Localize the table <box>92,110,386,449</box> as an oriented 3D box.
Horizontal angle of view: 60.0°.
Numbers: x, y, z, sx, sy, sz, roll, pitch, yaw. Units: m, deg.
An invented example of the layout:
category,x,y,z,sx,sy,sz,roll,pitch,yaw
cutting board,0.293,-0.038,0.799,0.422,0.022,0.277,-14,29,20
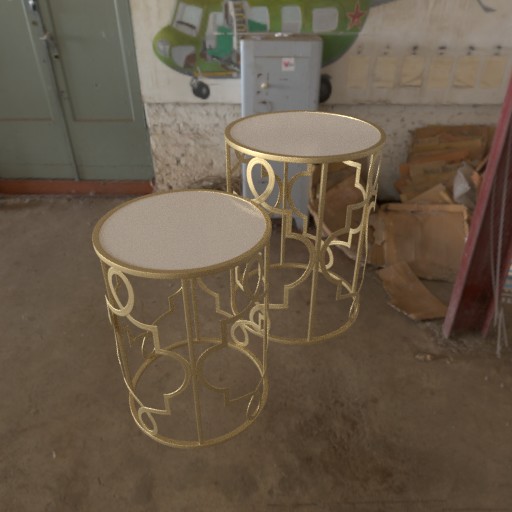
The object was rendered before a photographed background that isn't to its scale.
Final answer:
category,x,y,z,sx,sy,sz,roll,pitch,yaw
table,0.000,0.000,1.172,0.420,0.564,0.846,22,38,30
